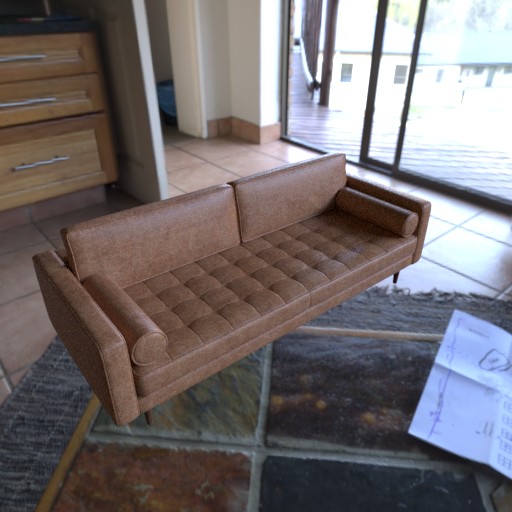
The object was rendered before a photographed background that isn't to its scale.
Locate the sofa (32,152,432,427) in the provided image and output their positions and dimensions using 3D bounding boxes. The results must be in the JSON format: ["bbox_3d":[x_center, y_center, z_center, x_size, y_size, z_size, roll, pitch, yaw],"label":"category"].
[{"bbox_3d":[0.000,0.000,2.601,2.200,0.770,0.919,-22,37,-33],"label":"sofa"}]
